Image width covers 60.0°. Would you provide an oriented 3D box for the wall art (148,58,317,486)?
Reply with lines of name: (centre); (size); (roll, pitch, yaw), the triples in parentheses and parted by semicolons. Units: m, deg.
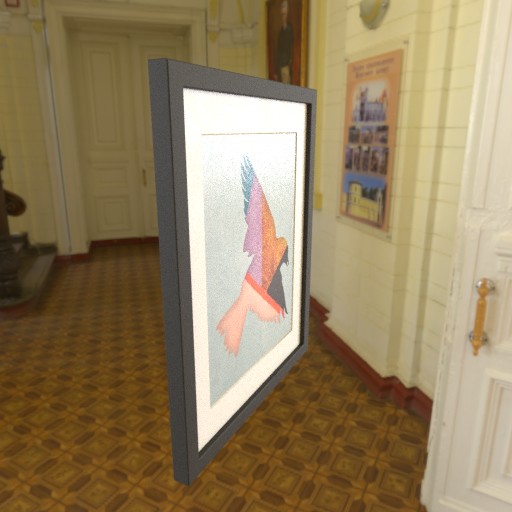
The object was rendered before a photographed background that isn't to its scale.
wall art: (0.000, 0.000, 0.748); (0.028, 0.558, 0.457); (8, 18, 27)
